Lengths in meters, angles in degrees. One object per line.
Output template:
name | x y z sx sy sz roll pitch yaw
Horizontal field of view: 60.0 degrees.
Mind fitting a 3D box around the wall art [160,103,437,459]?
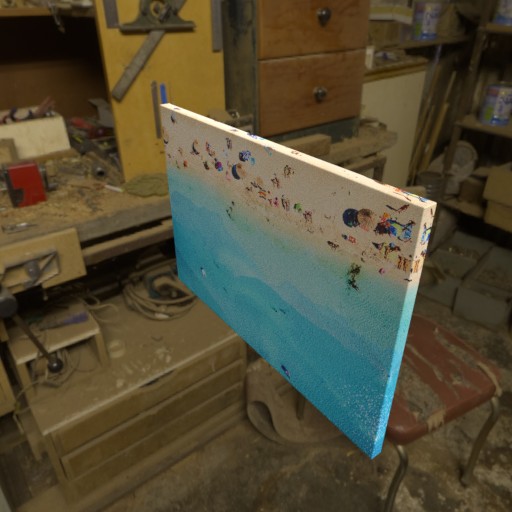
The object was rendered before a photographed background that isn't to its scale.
wall art | 0.000 0.000 1.444 0.040 0.769 1.136 -21 36 -31
